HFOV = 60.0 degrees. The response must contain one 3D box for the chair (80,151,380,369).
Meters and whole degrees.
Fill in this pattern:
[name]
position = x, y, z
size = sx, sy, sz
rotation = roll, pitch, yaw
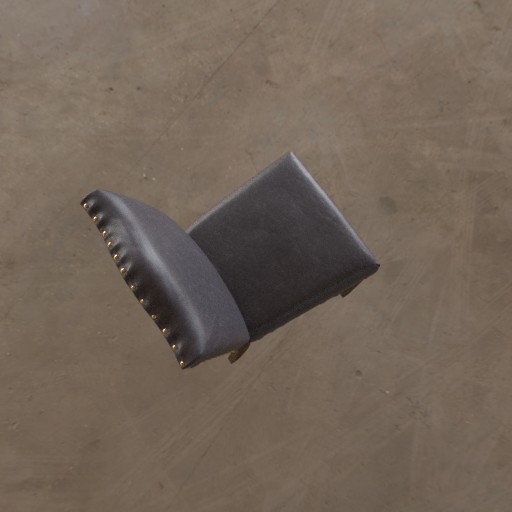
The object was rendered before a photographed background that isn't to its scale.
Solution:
[chair]
position = 0.000, 0.000, 1.385
size = 0.633, 0.991, 0.500
rotation = -33, 77, -9
